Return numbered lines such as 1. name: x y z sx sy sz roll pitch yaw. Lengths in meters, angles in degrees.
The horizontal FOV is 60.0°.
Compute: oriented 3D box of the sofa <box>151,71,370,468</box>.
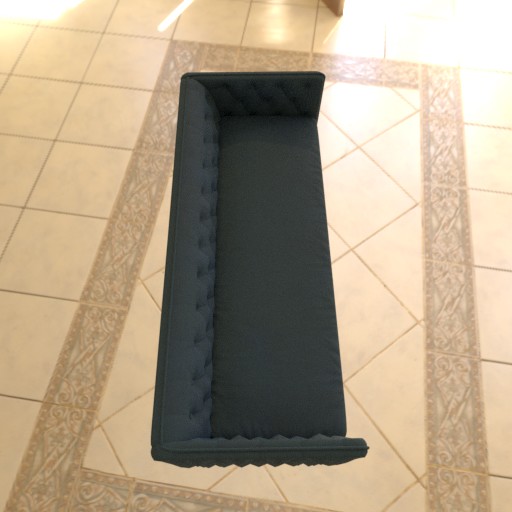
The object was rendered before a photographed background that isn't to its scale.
1. sofa: 0.000 0.000 2.569 0.895 0.771 2.209 -1 64 0
